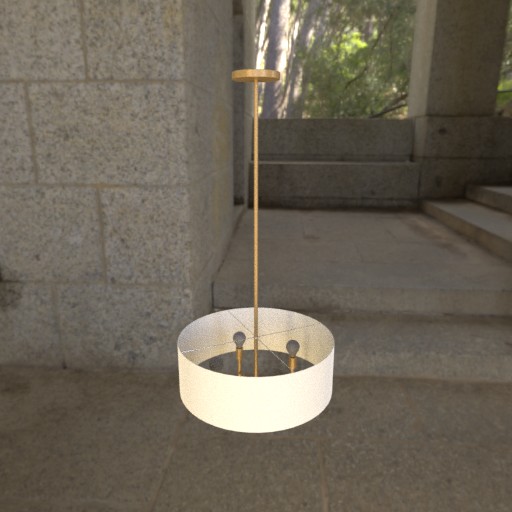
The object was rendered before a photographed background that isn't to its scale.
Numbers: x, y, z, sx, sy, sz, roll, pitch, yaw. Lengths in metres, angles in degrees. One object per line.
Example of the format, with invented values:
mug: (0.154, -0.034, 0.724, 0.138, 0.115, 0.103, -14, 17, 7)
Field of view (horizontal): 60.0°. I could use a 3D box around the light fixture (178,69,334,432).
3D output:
light fixture: (0.000, 0.000, 1.383, 0.508, 1.067, 0.508, 0, 15, 0)
